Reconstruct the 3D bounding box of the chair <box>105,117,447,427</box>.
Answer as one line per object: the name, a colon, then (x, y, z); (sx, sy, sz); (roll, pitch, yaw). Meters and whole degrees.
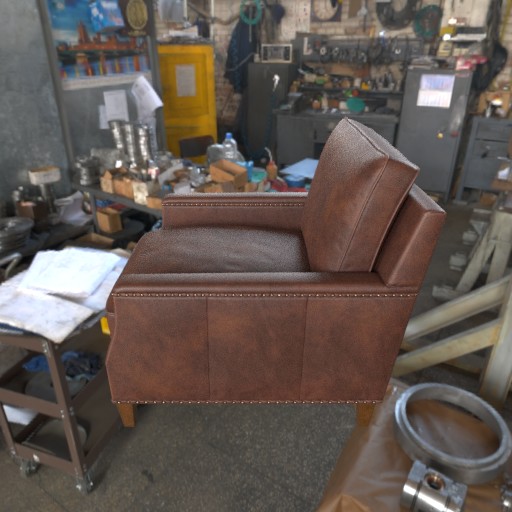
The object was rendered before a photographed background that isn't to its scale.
chair: (0.000, 0.000, 1.690); (1.014, 0.929, 0.853); (0, 27, 0)
